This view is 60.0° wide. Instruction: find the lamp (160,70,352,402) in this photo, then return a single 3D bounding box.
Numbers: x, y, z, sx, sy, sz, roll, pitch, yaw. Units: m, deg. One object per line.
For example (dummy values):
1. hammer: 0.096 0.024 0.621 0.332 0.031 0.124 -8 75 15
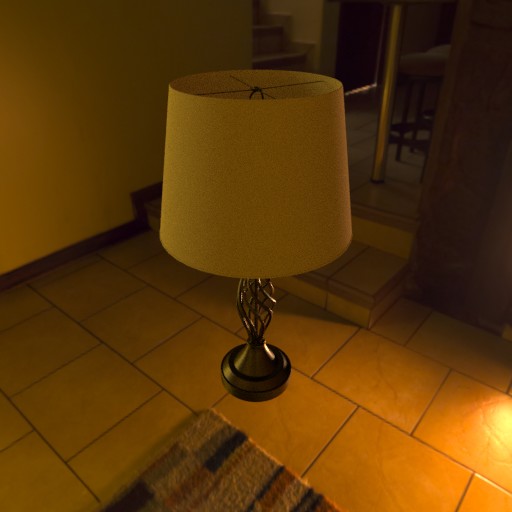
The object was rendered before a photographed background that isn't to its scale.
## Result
1. lamp: 0.000 0.000 0.804 0.331 0.594 0.331 0 31 0
